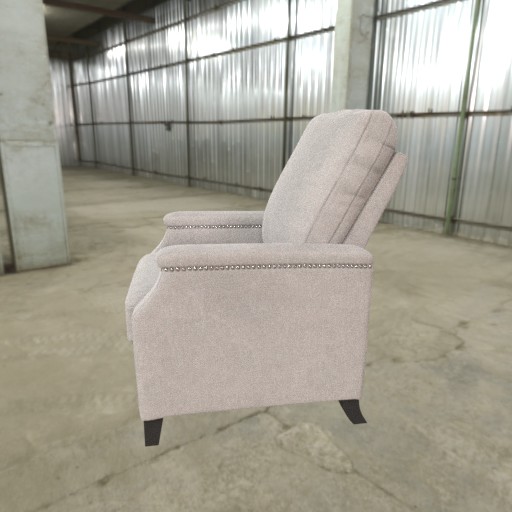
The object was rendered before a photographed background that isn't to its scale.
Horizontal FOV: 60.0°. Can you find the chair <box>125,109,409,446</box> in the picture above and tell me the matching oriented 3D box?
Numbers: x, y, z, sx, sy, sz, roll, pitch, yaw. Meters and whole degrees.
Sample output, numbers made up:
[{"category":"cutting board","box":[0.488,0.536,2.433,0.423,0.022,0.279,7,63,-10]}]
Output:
[{"category":"chair","box":[0.000,0.000,1.673,0.922,1.049,0.710,-2,15,-9]}]
